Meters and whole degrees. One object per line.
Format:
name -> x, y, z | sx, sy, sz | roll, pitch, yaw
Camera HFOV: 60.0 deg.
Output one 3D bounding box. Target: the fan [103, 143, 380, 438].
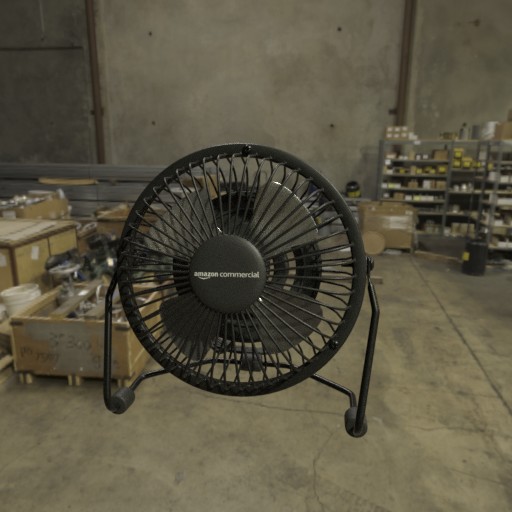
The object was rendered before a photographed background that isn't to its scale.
fan -> 0.000, 0.000, 0.308 | 0.153, 0.152, 0.202 | 2, 14, 9
